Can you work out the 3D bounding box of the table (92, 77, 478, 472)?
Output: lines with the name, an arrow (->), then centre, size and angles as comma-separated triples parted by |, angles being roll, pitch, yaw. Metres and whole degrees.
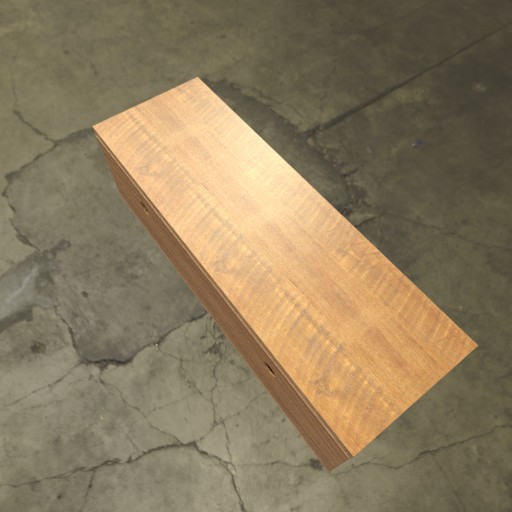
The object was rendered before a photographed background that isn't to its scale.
table -> 0.000, 0.000, 1.735 | 0.499, 0.491, 1.499 | -33, 65, -18
